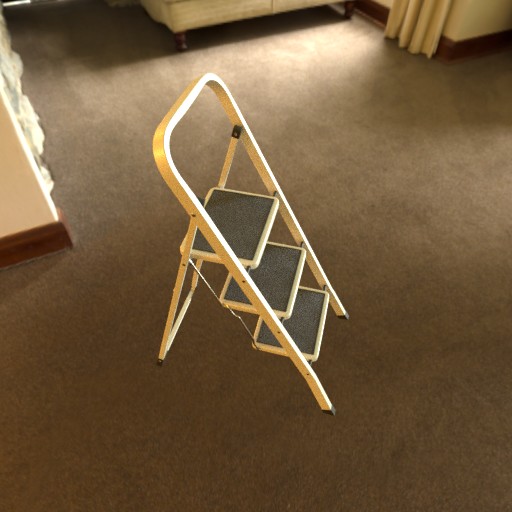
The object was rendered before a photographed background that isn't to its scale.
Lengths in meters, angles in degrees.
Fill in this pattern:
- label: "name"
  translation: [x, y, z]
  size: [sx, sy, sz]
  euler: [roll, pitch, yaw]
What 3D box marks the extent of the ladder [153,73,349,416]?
- label: "ladder"
  translation: [0.000, 0.000, 1.442]
  size: [0.711, 1.050, 0.460]
  euler: [11, 48, 10]
